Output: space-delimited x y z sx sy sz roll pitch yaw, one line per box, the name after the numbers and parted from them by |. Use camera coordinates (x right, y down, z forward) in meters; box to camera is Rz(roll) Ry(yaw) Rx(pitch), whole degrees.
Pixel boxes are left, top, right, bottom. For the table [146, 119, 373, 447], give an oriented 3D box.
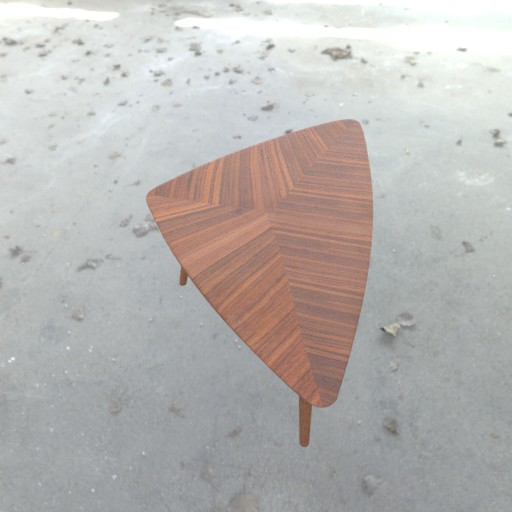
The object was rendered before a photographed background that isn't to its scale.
0.000 0.000 1.291 0.601 0.365 1.008 9 48 8 | table
